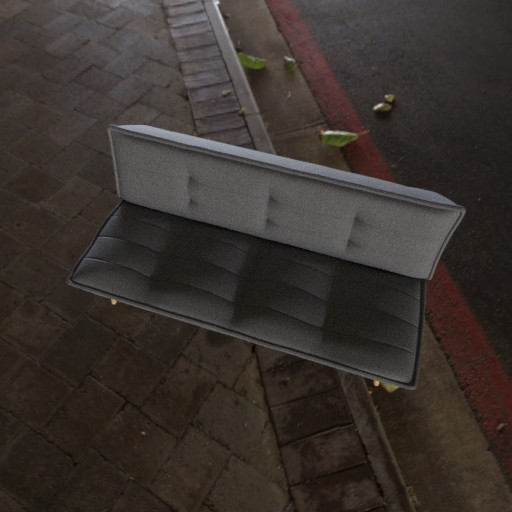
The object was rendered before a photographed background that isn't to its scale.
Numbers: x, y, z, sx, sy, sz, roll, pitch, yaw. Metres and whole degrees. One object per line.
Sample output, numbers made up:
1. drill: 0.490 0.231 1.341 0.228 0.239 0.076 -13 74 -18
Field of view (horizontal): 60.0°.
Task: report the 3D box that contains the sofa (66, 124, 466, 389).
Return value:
1. sofa: 0.000 0.000 2.507 1.940 0.890 0.950 15 58 10
